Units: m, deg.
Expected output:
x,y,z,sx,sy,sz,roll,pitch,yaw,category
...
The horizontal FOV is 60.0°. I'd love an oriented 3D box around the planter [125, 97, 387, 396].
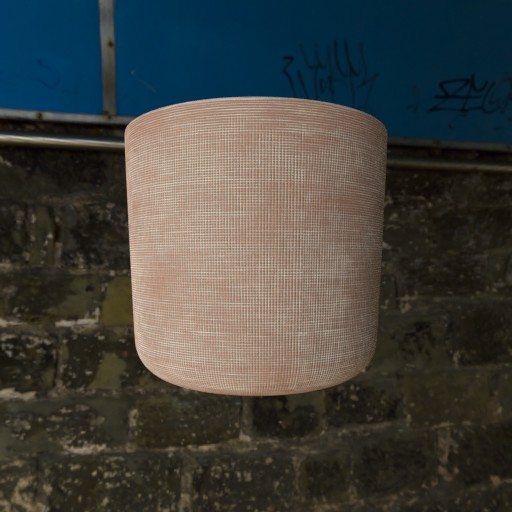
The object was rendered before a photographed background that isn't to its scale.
x,y,z,sx,sy,sz,roll,pitch,yaw,category
0.000,0.000,0.774,0.440,0.398,0.440,0,0,0,planter
